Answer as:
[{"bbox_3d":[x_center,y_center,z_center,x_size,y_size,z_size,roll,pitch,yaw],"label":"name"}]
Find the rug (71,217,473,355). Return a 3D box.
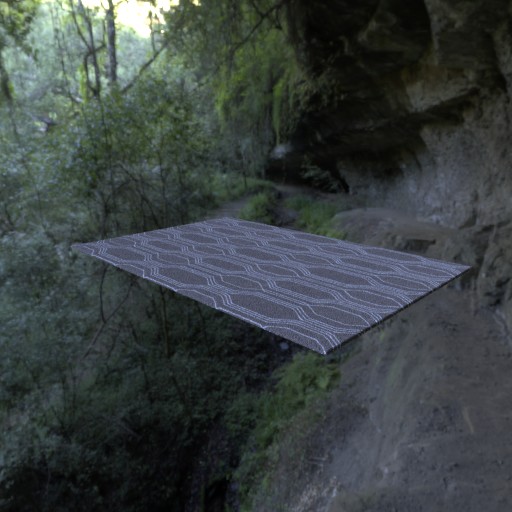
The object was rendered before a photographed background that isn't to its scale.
[{"bbox_3d":[0.000,0.000,2.407,1.836,0.012,1.239,15,22,42],"label":"rug"}]
